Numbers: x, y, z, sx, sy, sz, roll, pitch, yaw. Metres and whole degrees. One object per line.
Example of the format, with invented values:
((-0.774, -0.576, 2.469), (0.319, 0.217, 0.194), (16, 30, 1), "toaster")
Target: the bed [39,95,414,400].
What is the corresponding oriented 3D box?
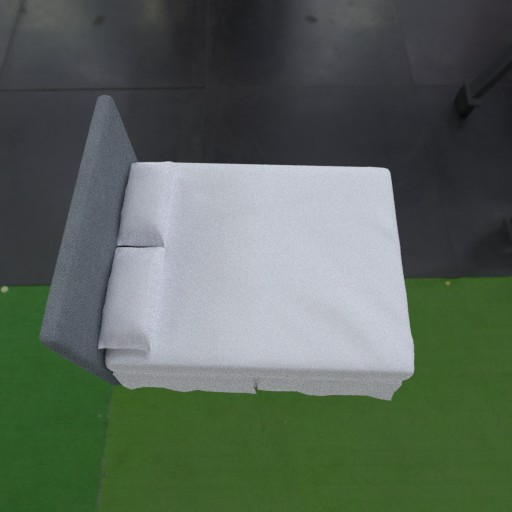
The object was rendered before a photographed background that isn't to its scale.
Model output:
((0.000, 0.000, 3.097), (2.142, 1.330, 1.713), (2, 64, 1), "bed")
